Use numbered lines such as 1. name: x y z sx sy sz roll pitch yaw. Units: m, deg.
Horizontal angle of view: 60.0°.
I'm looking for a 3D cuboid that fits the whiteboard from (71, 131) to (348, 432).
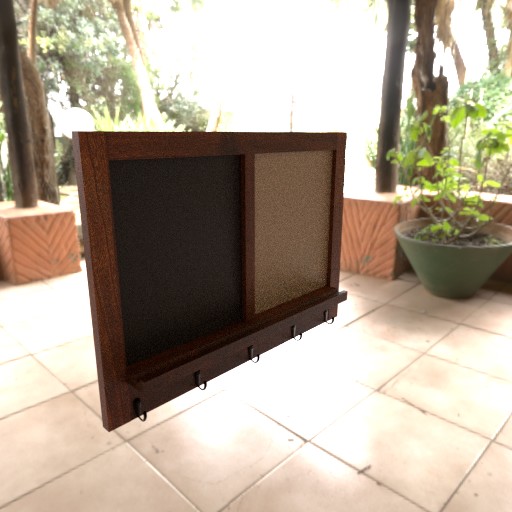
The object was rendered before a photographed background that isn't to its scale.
1. whiteboard: 0.000 0.000 1.024 0.083 0.553 0.768 14 21 42
